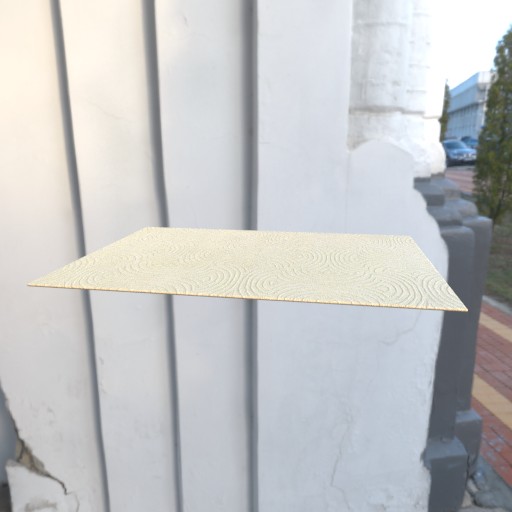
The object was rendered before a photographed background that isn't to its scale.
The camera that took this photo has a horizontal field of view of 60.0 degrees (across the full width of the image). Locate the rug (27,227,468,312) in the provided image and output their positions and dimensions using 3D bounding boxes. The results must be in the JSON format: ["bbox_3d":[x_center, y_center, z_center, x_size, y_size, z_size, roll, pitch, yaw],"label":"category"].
[{"bbox_3d":[0.000,0.000,2.833,2.132,0.015,1.526,2,15,9],"label":"rug"}]
